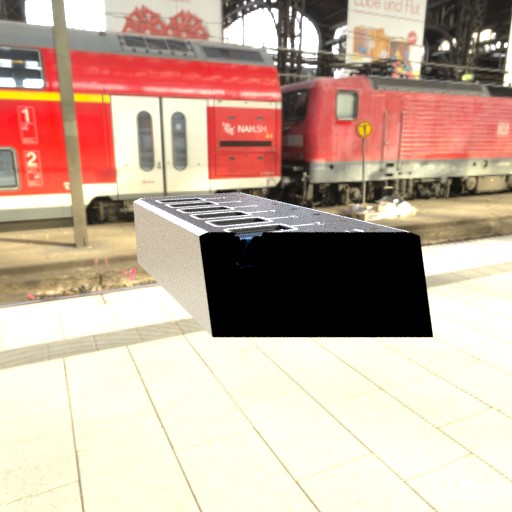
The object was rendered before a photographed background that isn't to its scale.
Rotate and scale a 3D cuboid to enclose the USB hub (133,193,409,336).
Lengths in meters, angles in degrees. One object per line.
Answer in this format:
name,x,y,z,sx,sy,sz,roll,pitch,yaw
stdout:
USB hub,0.000,0.000,0.125,0.044,0.023,0.110,-8,16,-27
